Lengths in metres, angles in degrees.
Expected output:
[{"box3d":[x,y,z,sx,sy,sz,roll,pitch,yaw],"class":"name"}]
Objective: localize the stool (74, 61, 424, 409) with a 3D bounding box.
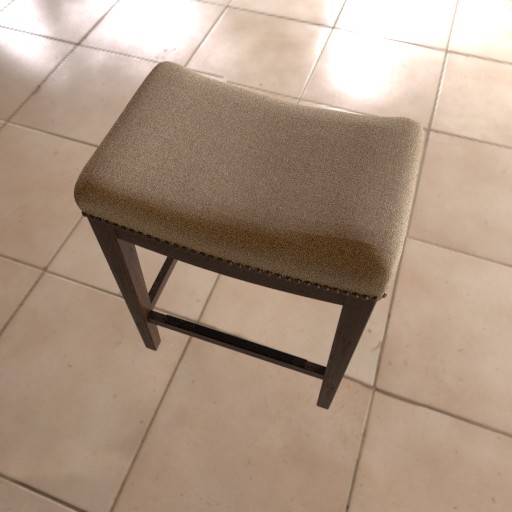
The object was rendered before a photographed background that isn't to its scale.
[{"box3d":[0.000,0.000,0.967,0.509,0.669,0.363,16,60,10],"class":"stool"}]
